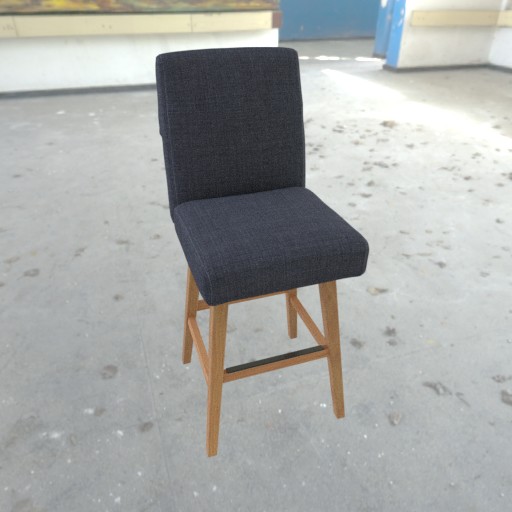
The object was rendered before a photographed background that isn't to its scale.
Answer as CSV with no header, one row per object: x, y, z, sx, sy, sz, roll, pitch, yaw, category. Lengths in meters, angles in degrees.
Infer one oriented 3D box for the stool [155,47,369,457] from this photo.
0.000,0.000,1.362,0.483,1.112,0.570,-10,33,-16,stool
